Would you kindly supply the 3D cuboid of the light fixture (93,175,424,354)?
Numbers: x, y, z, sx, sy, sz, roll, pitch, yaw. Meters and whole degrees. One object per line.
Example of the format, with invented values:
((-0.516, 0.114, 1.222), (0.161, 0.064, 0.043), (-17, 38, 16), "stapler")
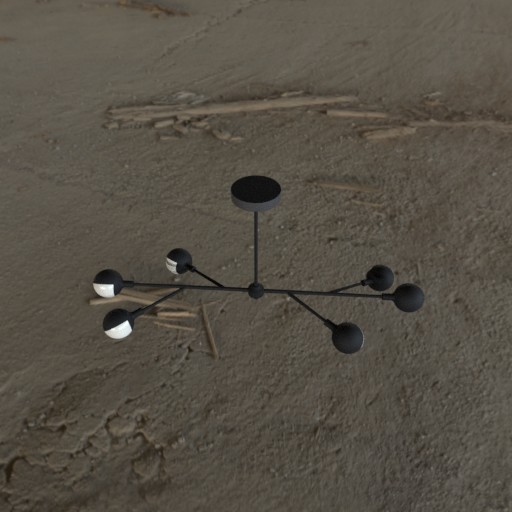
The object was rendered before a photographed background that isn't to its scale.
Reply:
((0.000, 0.000, 1.009), (0.778, 0.362, 0.434), (13, 44, 15), "light fixture")
